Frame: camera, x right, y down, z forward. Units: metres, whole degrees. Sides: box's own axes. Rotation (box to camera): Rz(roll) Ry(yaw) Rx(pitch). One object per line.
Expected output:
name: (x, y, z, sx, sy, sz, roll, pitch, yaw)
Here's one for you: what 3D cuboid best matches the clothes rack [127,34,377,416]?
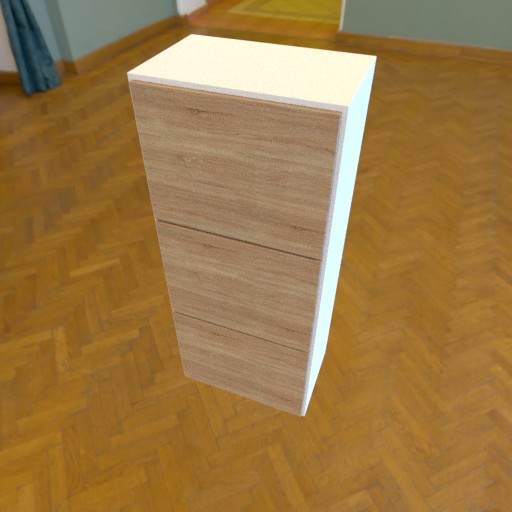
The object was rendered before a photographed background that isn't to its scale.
clothes rack: (0.000, 0.000, 1.420, 0.500, 1.187, 0.331, 14, 44, 16)
